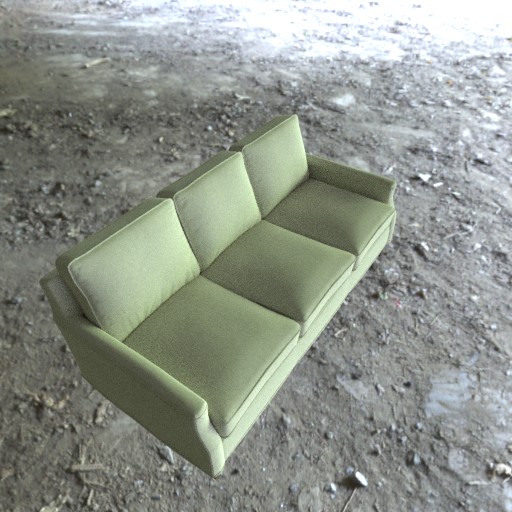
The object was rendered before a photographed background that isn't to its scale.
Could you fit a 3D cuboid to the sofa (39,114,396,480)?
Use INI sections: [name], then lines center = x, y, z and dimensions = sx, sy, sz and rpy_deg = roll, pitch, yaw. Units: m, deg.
[sofa]
center = 0.000, 0.000, 2.797
dimensions = 1.084, 1.003, 2.246
rpy_deg = 25, 47, 25
